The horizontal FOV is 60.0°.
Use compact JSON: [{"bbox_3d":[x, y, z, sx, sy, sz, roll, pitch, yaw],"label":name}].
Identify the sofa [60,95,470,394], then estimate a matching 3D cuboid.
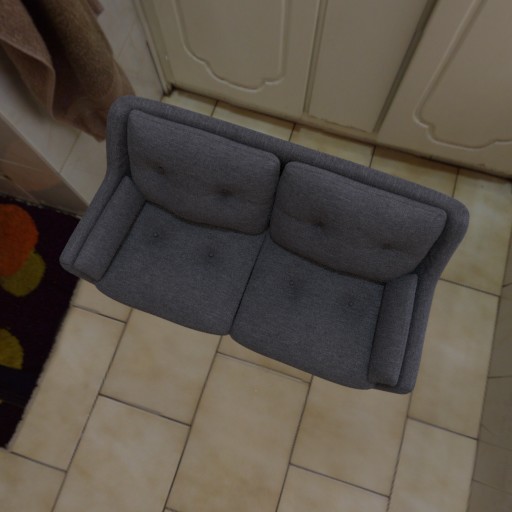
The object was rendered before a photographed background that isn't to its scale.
[{"bbox_3d":[0.000,0.000,2.442,1.929,0.896,0.975,19,74,6],"label":"sofa"}]
